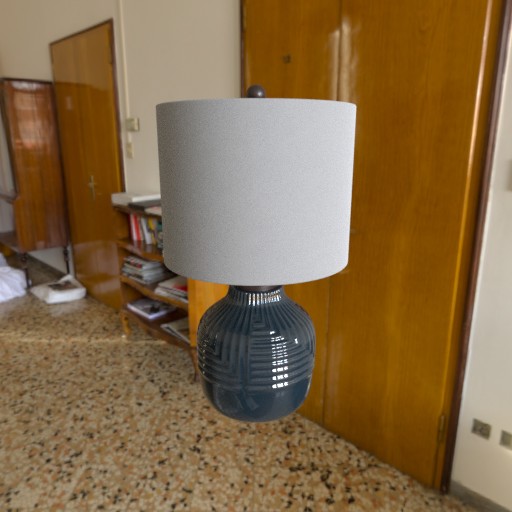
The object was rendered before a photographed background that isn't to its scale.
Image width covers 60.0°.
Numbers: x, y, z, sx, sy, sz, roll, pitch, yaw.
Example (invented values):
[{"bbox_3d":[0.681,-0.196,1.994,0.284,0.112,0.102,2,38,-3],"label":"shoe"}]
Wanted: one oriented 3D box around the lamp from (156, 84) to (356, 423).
[{"bbox_3d":[0.000,0.000,0.781,0.318,0.567,0.318,0,15,0],"label":"lamp"}]
